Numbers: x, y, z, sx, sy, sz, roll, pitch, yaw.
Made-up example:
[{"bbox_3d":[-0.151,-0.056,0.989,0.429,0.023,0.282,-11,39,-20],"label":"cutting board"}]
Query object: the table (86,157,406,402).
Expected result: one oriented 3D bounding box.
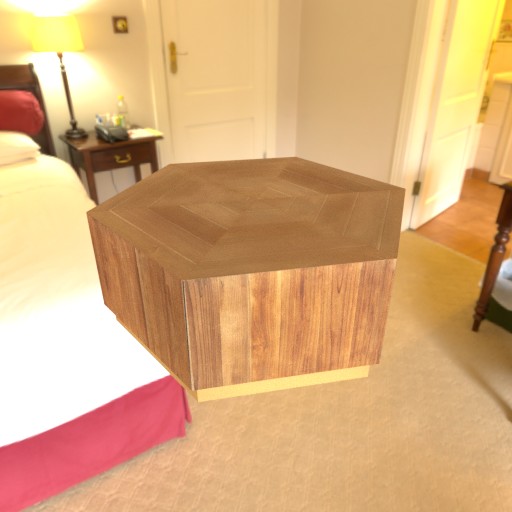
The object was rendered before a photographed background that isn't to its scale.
[{"bbox_3d":[0.000,0.000,1.683,1.000,0.456,1.154,9,30,16],"label":"table"}]
